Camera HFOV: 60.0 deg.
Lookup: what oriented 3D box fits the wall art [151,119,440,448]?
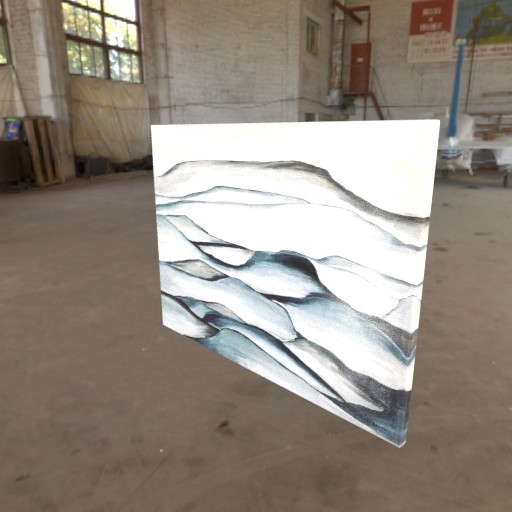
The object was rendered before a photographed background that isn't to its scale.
[{"bbox_3d":[0.000,0.000,1.592,1.219,0.915,0.039,15,22,43],"label":"wall art"}]
